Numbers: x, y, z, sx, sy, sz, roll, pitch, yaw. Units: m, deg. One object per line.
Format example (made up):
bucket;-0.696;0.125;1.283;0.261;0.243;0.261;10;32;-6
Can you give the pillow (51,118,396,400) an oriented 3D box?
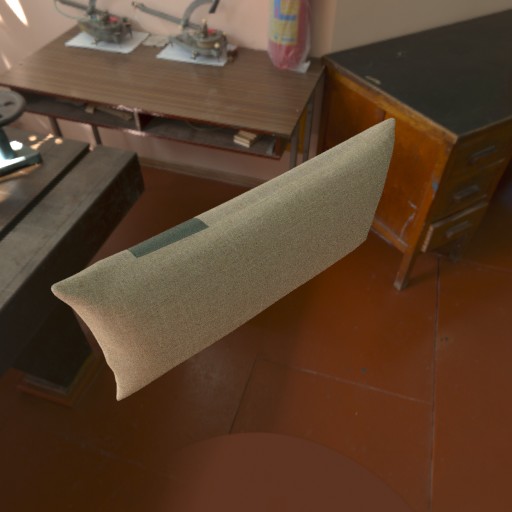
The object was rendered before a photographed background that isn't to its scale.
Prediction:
pillow;0.000;0.000;1.059;0.859;0.429;0.197;-30;54;-25
